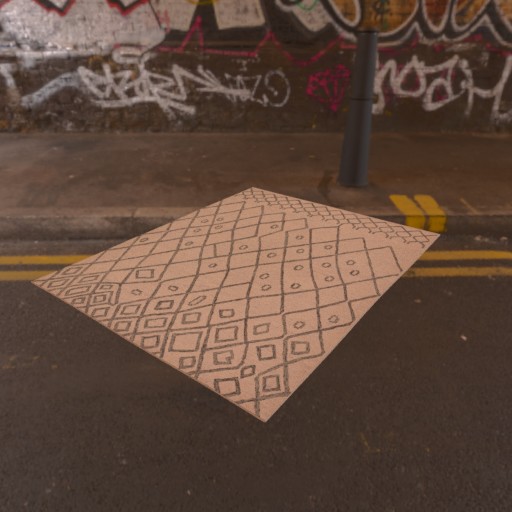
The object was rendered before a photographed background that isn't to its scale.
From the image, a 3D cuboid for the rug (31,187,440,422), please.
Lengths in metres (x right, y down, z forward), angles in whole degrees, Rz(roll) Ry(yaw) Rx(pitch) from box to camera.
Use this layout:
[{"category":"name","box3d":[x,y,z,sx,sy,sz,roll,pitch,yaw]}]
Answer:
[{"category":"rug","box3d":[0.000,0.000,4.145,2.446,0.015,3.046,20,34,32]}]
